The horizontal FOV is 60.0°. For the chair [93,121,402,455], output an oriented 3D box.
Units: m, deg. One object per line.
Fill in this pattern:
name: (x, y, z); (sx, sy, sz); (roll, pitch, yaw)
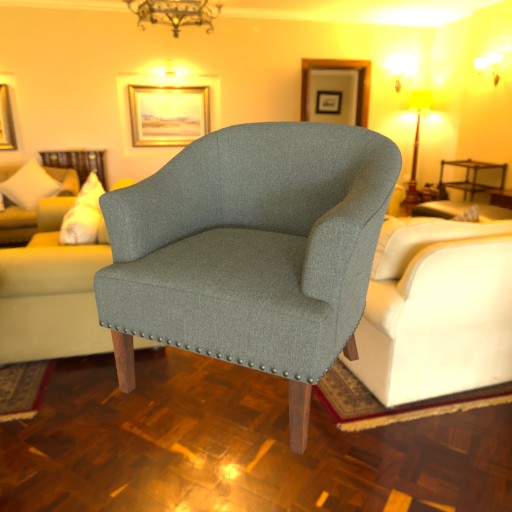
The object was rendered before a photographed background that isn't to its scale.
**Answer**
chair: (0.000, 0.000, 1.406); (0.798, 0.815, 0.704); (9, 19, 26)
